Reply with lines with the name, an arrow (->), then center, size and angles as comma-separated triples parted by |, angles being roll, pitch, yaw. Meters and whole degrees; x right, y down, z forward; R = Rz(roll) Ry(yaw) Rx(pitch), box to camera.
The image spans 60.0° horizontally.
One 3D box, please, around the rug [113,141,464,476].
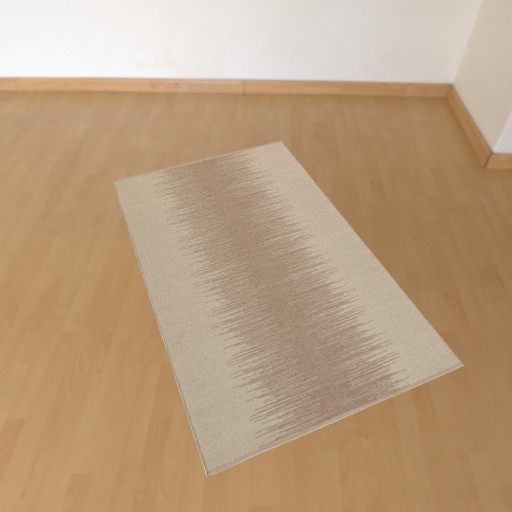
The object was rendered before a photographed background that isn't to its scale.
rug -> 0.000, 0.000, 3.051 | 1.522, 0.012, 2.440 | -17, 50, -15
